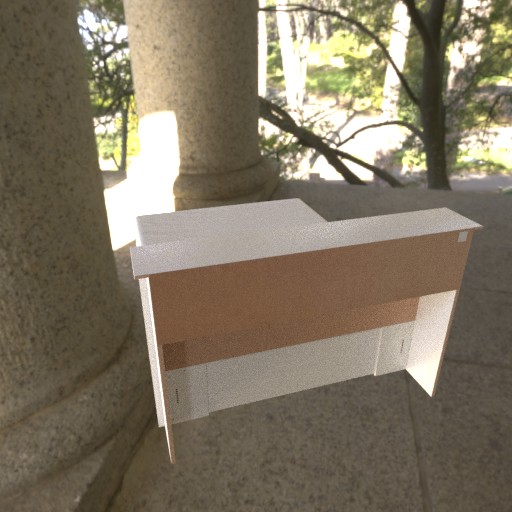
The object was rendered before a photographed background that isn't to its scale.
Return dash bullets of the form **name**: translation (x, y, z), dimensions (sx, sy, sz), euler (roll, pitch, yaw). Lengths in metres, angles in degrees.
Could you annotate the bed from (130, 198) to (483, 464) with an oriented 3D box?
- **bed**: translation (0.000, 0.000, 3.105), dimensions (1.671, 1.092, 2.133), euler (-8, 28, -16)
